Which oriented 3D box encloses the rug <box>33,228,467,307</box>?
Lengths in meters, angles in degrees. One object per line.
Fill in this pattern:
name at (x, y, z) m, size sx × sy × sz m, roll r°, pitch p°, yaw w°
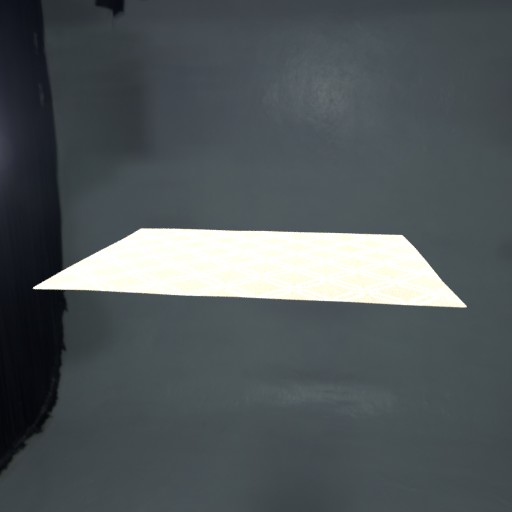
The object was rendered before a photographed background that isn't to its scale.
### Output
rug at (0.000, 0.000, 2.863) m, size 2.135 × 0.013 × 1.524 m, roll 2°, pitch 15°, yaw 7°
